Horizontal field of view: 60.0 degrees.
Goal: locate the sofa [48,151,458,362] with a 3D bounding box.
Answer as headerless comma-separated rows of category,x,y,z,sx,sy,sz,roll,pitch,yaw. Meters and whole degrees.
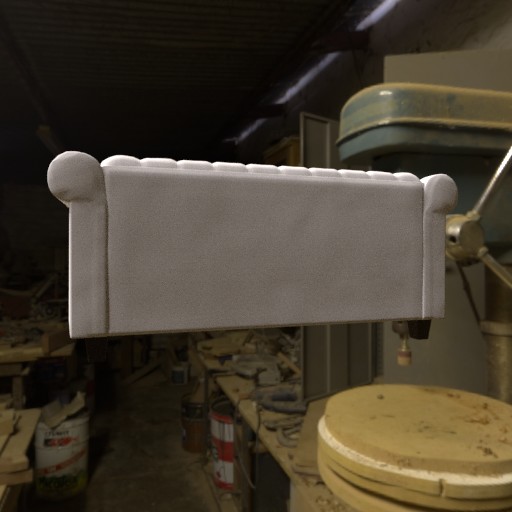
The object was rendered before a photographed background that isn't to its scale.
sofa,0.000,0.000,2.215,1.798,0.796,0.771,0,1,-17
